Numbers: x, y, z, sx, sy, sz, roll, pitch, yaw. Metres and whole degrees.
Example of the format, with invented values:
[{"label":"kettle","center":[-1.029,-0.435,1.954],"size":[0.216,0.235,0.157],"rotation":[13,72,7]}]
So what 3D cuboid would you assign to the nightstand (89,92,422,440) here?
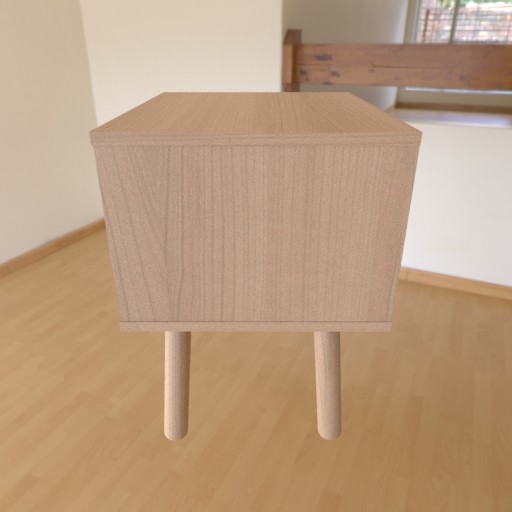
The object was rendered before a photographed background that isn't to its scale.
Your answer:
[{"label":"nightstand","center":[0.000,0.000,0.822],"size":[0.380,0.530,0.450],"rotation":[0,26,0]}]
